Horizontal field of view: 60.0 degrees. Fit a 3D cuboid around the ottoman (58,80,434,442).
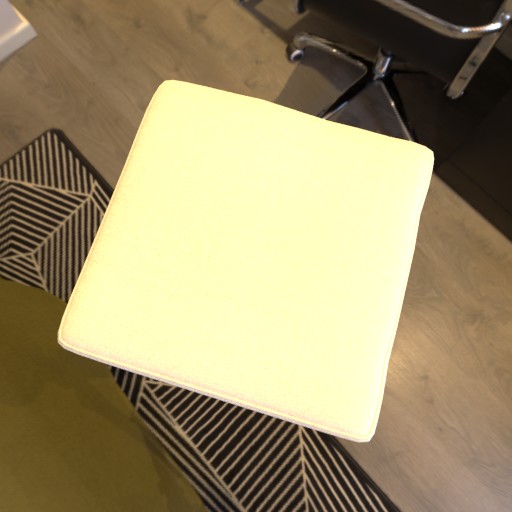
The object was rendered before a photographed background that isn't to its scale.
[{"bbox_3d":[0.000,0.000,1.358,0.838,0.478,0.838,16,76,4],"label":"ottoman"}]
